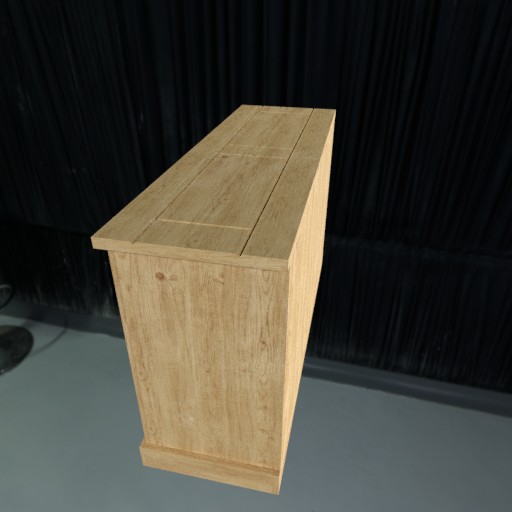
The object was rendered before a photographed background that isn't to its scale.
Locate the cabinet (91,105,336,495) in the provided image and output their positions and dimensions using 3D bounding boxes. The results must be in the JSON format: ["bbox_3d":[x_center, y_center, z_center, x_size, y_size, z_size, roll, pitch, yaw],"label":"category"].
[{"bbox_3d":[0.000,0.000,1.678,0.432,0.810,1.321,7,32,11],"label":"cabinet"}]
